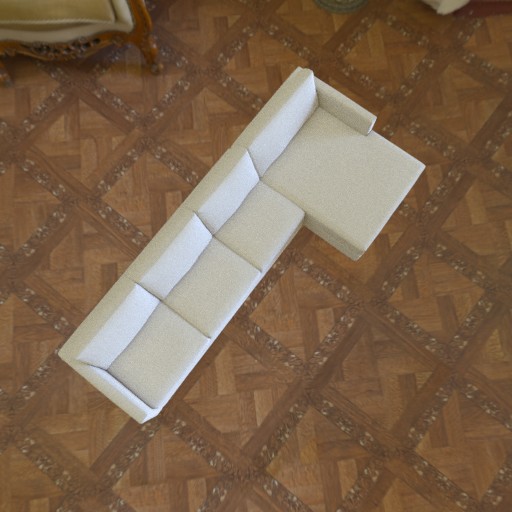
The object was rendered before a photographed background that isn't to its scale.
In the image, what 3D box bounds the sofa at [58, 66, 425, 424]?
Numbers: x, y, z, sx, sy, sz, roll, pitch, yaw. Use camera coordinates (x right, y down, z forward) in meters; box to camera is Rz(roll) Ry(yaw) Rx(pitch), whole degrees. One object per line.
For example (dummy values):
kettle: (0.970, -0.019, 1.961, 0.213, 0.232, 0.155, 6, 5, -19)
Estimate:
sofa: (0.000, 0.000, 4.156, 1.599, 0.954, 3.471, 36, 79, 8)
